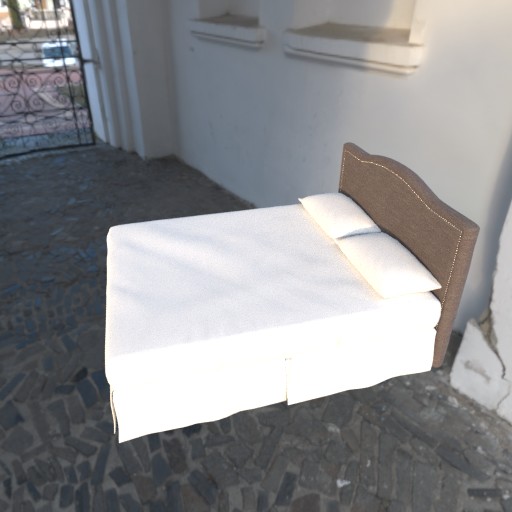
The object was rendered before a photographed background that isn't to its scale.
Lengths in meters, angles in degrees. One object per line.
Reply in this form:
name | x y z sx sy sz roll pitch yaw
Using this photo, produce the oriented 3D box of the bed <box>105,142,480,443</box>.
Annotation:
bed | 0.000 0.000 3.938 2.689 1.457 2.161 -8 32 -13
